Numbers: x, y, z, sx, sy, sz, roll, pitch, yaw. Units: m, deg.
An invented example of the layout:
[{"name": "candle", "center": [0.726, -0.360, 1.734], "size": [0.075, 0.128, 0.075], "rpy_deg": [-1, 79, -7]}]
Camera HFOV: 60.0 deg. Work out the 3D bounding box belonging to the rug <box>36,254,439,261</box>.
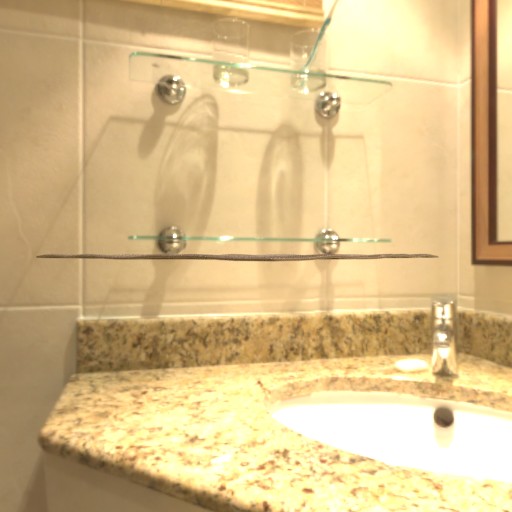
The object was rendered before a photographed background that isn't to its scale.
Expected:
[{"name": "rug", "center": [0.000, 0.000, 0.909], "size": [0.551, 0.008, 0.642], "rpy_deg": [0, 0, 38]}]
